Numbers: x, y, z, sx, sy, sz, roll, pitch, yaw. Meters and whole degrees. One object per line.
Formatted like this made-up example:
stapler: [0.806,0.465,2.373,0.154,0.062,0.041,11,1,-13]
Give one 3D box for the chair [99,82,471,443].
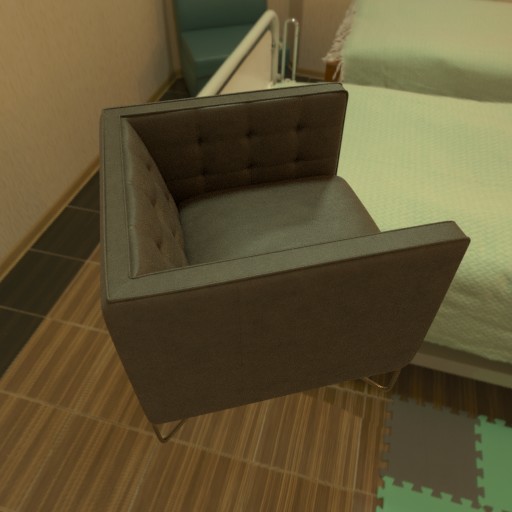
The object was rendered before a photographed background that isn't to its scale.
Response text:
chair: [0.000,0.000,1.545,0.894,0.790,0.880,-10,47,-10]
